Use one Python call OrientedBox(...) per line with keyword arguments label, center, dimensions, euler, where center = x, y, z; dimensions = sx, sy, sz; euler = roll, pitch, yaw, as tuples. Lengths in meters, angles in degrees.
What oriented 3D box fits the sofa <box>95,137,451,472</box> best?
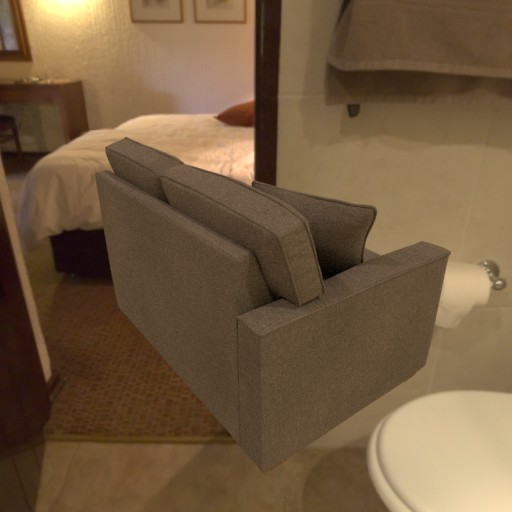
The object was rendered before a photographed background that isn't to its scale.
OrientedBox(label="sofa", center=(0.000, 0.000, 2.094), dimensions=(0.991, 0.989, 1.388), euler=(-18, 31, -33))
